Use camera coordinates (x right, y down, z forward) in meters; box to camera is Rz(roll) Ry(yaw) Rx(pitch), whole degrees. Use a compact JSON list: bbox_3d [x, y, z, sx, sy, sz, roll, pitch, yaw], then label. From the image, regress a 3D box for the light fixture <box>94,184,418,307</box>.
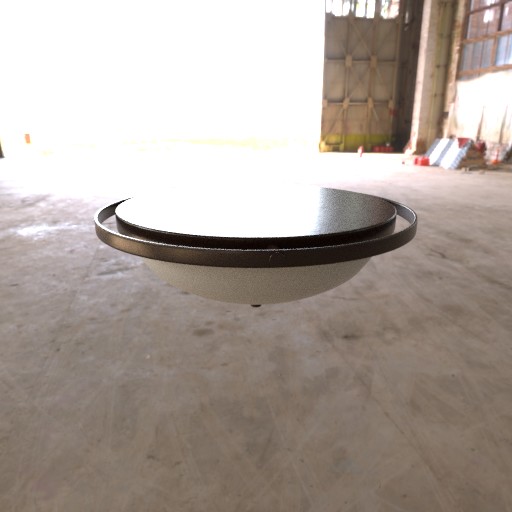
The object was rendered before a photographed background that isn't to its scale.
[{"bbox_3d":[0.000,0.000,0.541,0.361,0.130,0.361,0,17,0],"label":"light fixture"}]
